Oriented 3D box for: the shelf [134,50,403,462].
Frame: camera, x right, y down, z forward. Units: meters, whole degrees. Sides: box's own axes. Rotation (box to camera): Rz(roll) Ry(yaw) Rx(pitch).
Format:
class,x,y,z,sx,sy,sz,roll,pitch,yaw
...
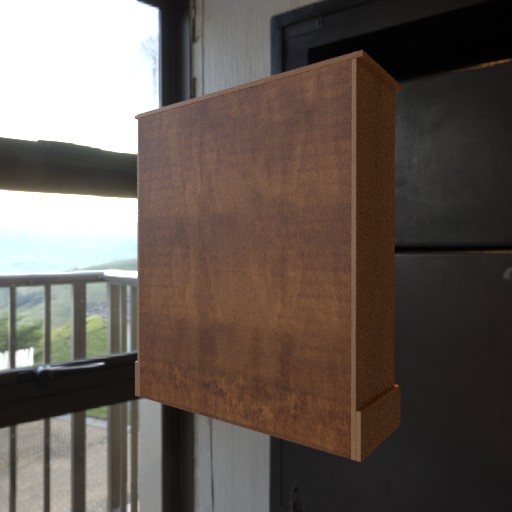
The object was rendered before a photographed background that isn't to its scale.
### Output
class,x,y,z,sx,sy,sz,roll,pitch,yaw
shelf,0.000,0.000,1.417,0.840,0.980,0.291,0,0,36
